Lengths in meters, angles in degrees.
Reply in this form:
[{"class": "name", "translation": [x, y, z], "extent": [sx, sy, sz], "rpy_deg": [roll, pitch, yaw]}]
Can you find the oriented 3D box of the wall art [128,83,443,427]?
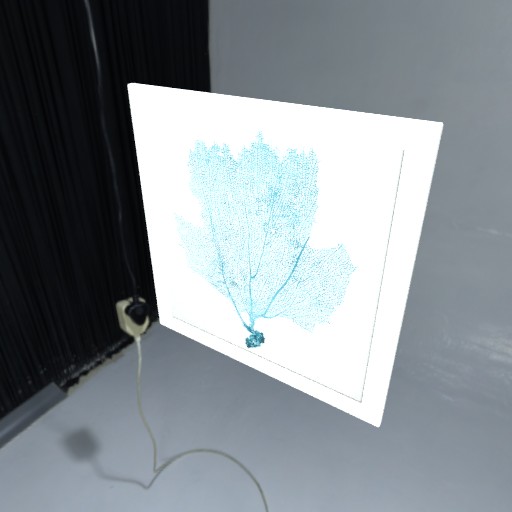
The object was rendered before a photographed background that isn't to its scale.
[{"class": "wall art", "translation": [0.000, 0.000, 0.864], "extent": [0.584, 0.584, 0.013], "rpy_deg": [18, 35, 28]}]
